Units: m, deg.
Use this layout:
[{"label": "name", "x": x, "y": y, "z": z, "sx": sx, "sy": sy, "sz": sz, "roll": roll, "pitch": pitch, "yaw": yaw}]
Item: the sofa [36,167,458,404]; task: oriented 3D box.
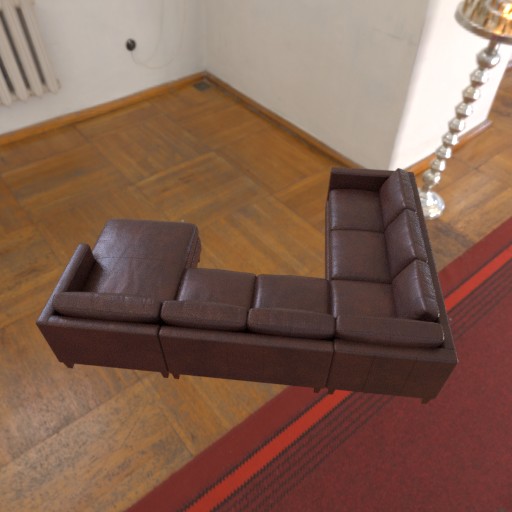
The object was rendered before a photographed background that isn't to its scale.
[{"label": "sofa", "x": 0.000, "y": 0.000, "z": 4.490, "sx": 3.324, "sy": 0.891, "sz": 2.452, "roll": 4, "pitch": 46, "yaw": 4}]
